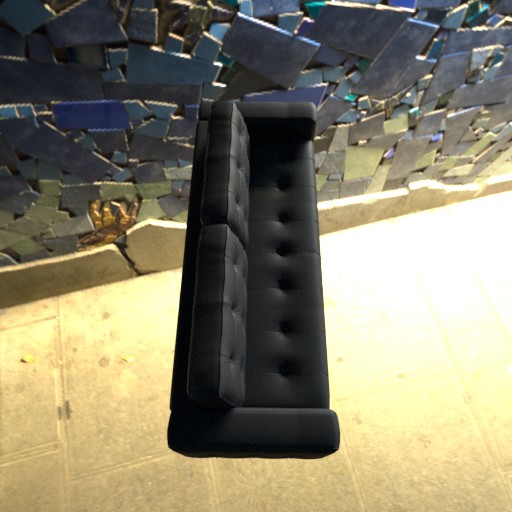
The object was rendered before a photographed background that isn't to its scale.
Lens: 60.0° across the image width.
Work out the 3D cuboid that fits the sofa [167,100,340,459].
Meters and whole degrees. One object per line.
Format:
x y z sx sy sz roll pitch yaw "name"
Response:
0.000 0.000 2.751 0.833 0.893 2.275 1 63 0 "sofa"
